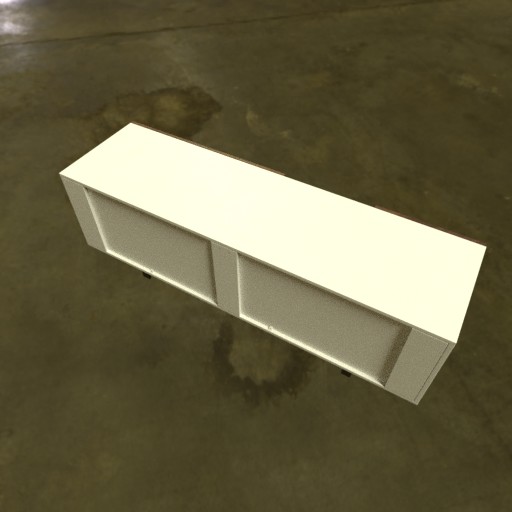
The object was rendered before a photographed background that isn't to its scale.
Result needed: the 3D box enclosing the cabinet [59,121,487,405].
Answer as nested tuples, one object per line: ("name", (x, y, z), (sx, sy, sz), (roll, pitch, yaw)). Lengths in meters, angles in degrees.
("cabinet", (0.000, 0.000, 1.774), (1.499, 0.533, 0.431), (23, 52, 20))
